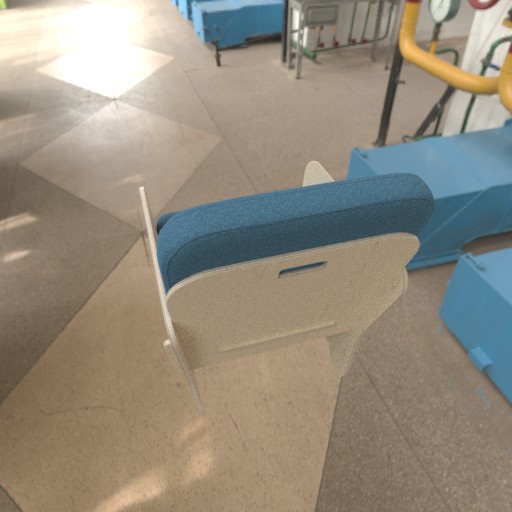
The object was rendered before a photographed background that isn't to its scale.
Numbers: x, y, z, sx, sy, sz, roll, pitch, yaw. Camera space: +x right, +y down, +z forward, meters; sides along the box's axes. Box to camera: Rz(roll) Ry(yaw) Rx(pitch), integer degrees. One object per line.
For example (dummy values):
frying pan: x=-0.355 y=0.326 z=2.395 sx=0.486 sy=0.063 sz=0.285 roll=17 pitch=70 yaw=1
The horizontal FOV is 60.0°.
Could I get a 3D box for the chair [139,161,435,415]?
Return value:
chair: x=0.000 y=0.000 z=1.169 sx=0.547 sy=0.747 sz=0.657 roll=-11 pitch=42 yaw=-13
